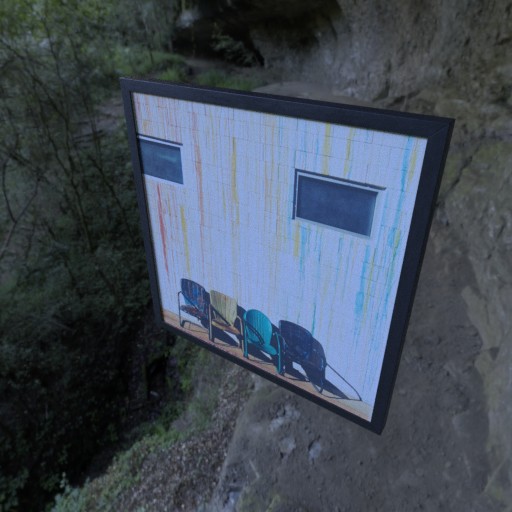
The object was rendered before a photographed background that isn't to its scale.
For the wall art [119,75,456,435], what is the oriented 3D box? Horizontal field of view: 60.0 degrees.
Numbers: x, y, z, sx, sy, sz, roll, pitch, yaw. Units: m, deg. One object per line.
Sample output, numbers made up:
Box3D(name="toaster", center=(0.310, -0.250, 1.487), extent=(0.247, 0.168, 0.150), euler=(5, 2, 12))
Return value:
Box3D(name="wall art", center=(0.000, 0.000, 1.091), extent=(0.763, 0.763, 0.039), euler=(19, 36, 28))
